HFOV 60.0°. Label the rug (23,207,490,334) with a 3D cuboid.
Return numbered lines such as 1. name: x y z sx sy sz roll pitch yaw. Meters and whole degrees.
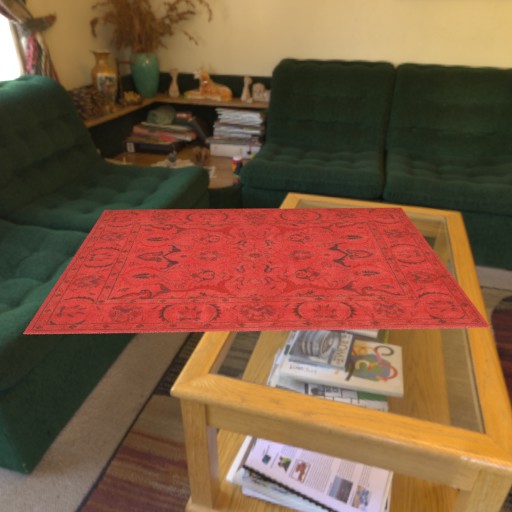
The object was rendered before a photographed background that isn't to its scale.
1. rug: 0.000 0.000 2.960 2.423 0.010 1.534 -1 30 -1
